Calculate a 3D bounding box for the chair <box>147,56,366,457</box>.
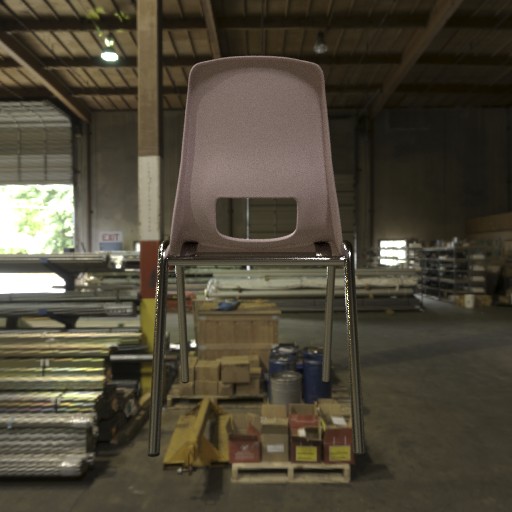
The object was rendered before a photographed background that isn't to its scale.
[{"bbox_3d":[0.000,0.000,0.929,0.381,0.653,0.436,0,0,0],"label":"chair"}]
